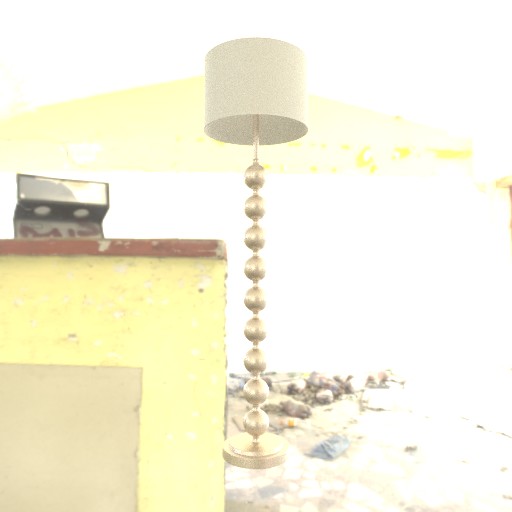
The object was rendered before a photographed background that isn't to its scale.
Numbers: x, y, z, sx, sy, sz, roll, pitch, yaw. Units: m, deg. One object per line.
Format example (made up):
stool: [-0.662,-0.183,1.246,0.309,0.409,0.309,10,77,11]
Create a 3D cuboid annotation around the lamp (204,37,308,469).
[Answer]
lamp: [0.000,0.000,1.667,0.394,1.474,0.394,0,-1,18]
